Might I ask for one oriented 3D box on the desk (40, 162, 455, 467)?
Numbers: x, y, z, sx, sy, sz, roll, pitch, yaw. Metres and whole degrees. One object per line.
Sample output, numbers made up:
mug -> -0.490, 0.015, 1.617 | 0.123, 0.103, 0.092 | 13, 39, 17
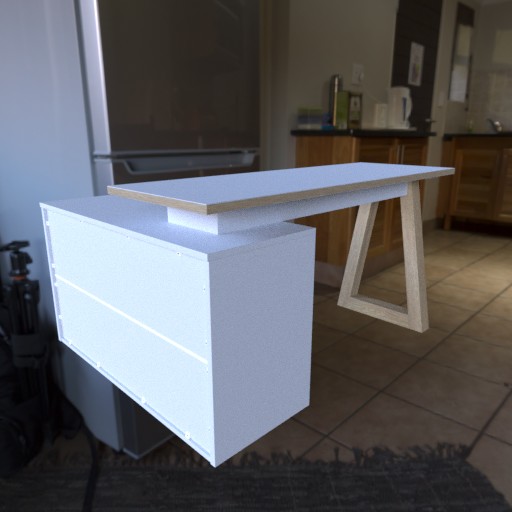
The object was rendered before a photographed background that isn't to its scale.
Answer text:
desk -> 0.000, 0.000, 1.977 | 1.404, 0.755, 1.098 | -15, 22, -42
